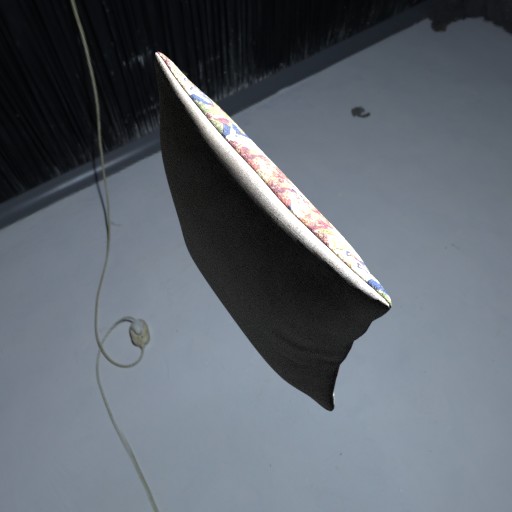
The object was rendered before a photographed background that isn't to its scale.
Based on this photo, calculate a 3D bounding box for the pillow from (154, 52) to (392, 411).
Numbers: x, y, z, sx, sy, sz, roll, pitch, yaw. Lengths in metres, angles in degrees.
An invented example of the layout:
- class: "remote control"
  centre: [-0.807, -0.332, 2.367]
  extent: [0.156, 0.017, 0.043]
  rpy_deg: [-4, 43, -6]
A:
- class: "pillow"
  centre: [0.000, 0.000, 0.783]
  extent: [0.166, 0.506, 0.523]
  rpy_deg: [-31, 64, -17]
